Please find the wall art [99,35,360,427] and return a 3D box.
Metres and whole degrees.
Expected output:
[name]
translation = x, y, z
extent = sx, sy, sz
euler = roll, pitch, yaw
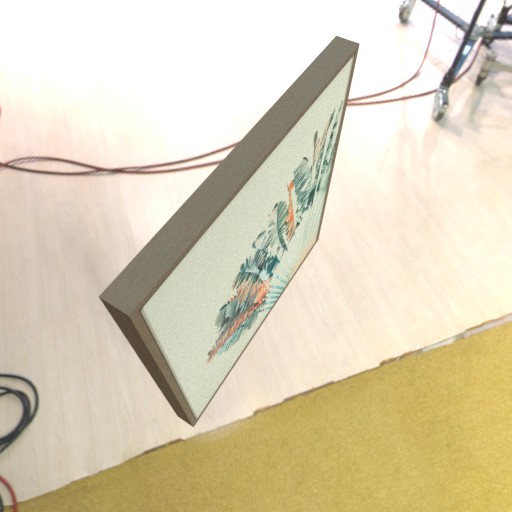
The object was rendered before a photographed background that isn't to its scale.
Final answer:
[wall art]
translation = 0.000, 0.000, 0.749
extent = 0.038, 0.506, 0.508
euler = 28, 62, 16
